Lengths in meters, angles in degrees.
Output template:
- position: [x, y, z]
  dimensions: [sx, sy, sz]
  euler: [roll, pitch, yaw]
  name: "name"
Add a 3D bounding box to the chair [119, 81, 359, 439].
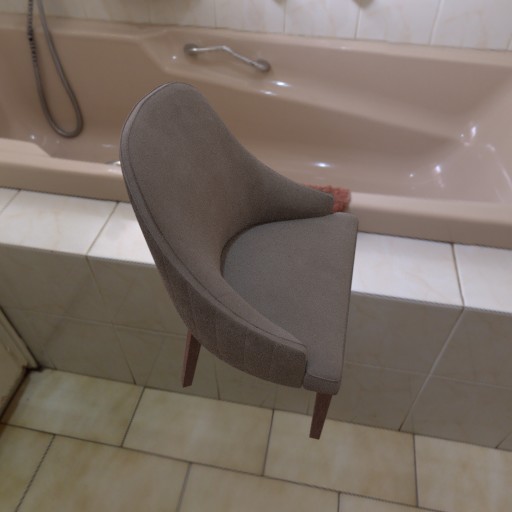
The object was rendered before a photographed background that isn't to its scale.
- position: [0.000, 0.000, 1.290]
  dimensions: [0.575, 0.889, 0.643]
  euler: [9, 46, 9]
  name: "chair"
